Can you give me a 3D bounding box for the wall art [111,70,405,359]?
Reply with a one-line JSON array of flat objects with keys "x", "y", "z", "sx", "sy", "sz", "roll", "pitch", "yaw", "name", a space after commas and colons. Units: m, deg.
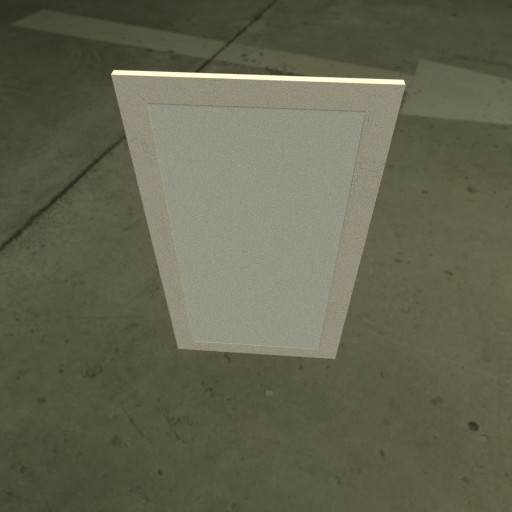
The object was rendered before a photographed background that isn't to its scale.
[{"x": 0.000, "y": 0.000, "z": 0.825, "sx": 0.380, "sy": 0.683, "sz": 0.013, "roll": 3, "pitch": 47, "yaw": 3, "name": "wall art"}]
